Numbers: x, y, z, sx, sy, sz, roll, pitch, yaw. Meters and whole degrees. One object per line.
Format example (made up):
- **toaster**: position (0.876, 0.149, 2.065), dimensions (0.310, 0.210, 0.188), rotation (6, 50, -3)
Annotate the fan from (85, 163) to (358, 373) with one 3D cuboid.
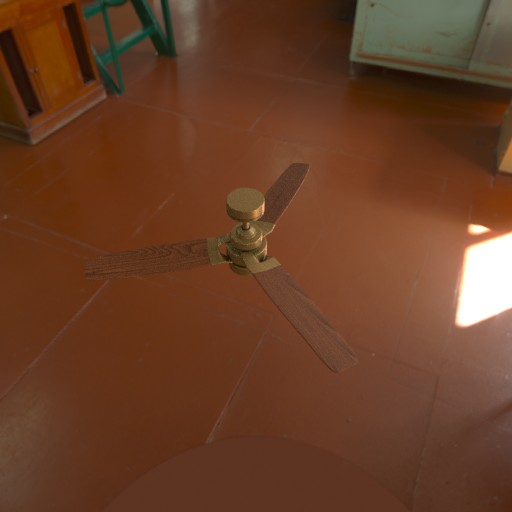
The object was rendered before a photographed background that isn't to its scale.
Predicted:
- **fan**: position (0.000, 0.000, 2.036), dimensions (1.416, 0.425, 1.271), rotation (-23, 51, -21)
